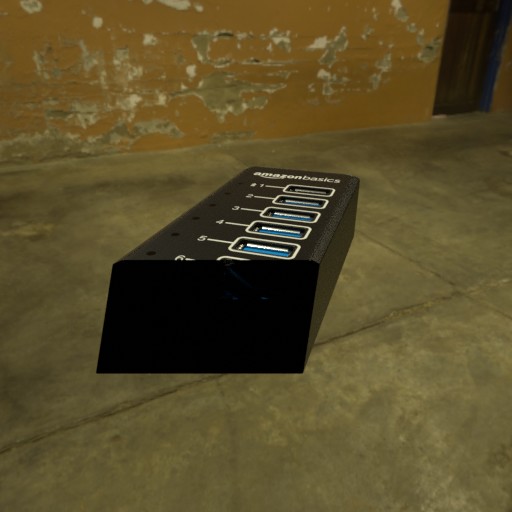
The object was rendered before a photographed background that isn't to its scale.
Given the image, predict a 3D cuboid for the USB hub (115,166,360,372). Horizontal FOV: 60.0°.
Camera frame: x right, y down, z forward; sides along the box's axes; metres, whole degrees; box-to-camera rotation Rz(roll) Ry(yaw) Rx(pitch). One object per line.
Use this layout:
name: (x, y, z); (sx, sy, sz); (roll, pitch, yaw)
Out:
USB hub: (0.000, 0.000, 0.128); (0.044, 0.023, 0.110); (9, 28, 17)
